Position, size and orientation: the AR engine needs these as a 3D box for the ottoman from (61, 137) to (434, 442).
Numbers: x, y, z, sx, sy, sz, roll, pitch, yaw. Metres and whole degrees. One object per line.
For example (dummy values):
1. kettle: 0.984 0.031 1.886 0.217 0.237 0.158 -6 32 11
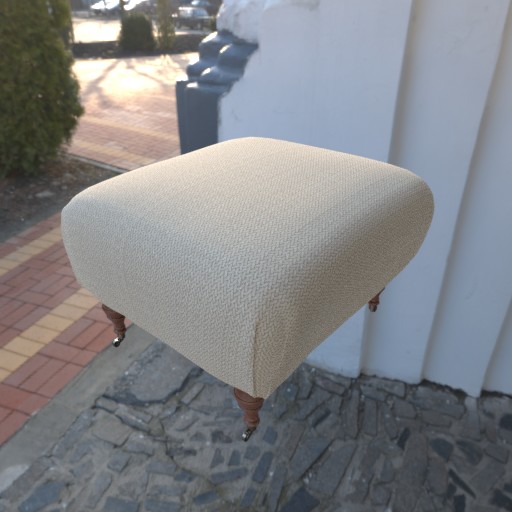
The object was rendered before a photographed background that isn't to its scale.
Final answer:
1. ottoman: 0.000 0.000 1.077 0.622 0.447 0.684 22 37 34
